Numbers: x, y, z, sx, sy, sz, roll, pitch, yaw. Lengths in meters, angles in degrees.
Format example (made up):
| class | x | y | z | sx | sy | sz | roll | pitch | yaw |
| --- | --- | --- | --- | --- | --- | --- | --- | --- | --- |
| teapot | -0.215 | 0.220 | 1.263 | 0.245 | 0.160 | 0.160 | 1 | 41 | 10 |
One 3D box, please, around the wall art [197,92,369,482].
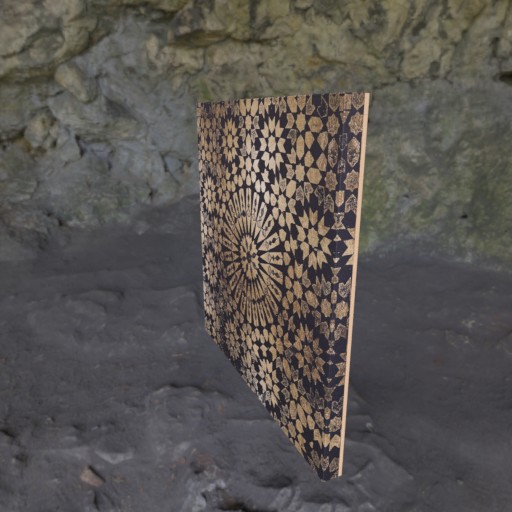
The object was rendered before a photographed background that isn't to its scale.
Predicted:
| class | x | y | z | sx | sy | sz | roll | pitch | yaw |
| --- | --- | --- | --- | --- | --- | --- | --- | --- | --- |
| wall art | 0.000 | 0.000 | 0.916 | 0.038 | 0.612 | 0.612 | -8 | 19 | -24 |
